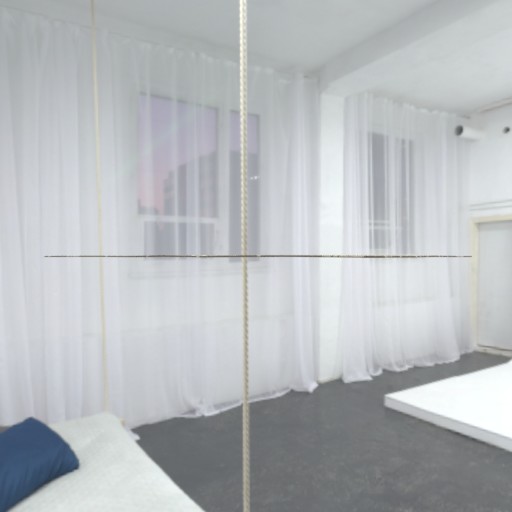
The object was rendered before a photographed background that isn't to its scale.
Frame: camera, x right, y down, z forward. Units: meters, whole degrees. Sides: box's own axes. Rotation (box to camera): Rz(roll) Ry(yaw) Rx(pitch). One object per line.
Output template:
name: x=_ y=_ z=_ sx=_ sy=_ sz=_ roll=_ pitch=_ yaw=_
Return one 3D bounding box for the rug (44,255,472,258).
rug: x=0.000 y=0.000 z=4.335 sx=3.419 sy=0.020 sz=2.441 roll=0 pitch=0 yaw=36
